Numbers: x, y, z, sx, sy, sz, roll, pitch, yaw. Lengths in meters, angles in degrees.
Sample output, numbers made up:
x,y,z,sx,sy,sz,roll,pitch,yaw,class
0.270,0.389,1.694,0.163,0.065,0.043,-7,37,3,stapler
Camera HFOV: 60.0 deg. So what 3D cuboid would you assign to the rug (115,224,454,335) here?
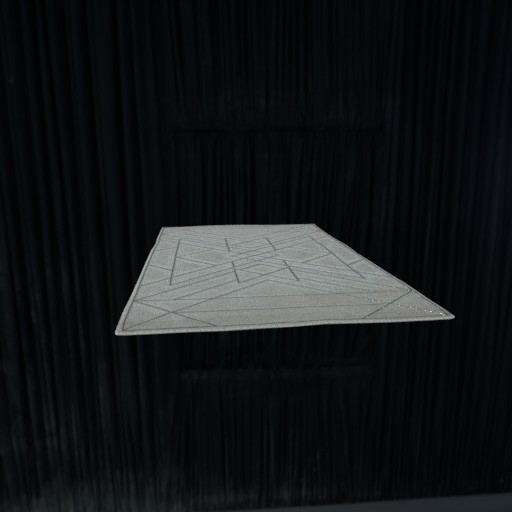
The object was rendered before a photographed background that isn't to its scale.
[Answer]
x,y,z,sx,sy,sz,roll,pitch,yaw,class
0.000,0.000,1.069,0.511,0.008,0.869,-2,14,-7,rug
